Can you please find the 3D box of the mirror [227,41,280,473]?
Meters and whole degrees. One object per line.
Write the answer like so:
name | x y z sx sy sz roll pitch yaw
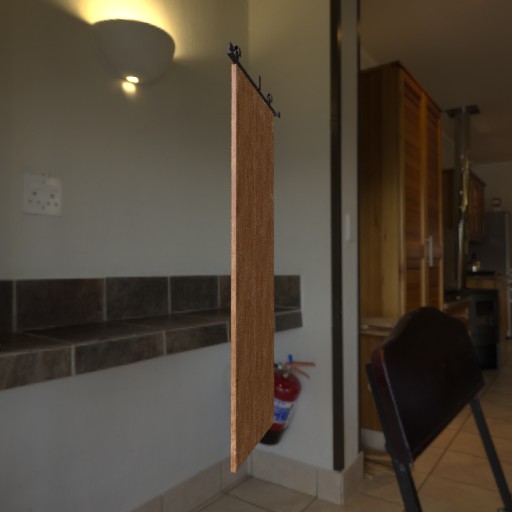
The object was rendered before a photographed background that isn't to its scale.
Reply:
mirror | 0.000 0.000 2.145 0.042 1.793 0.847 -1 -2 17
